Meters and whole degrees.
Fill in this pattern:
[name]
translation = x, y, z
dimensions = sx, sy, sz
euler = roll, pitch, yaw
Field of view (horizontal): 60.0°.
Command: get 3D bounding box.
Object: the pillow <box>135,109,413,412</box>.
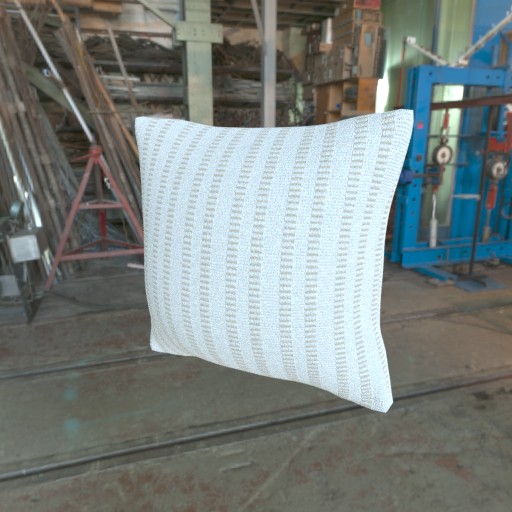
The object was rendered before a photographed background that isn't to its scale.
[pillow]
translation = 0.000, 0.000, 0.681
dimensions = 0.438, 0.419, 0.247
euler = 7, 17, 26
